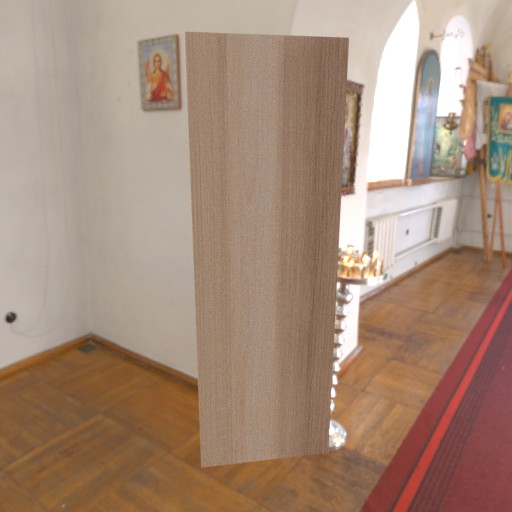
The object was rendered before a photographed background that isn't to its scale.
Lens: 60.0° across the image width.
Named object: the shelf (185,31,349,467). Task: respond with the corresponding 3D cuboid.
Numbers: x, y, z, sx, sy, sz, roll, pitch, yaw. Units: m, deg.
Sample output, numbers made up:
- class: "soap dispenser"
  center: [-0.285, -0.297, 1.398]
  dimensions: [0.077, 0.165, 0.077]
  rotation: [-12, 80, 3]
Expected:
- class: "shelf"
  center: [0.000, 0.000, 1.020]
  dimensions: [0.290, 0.872, 0.290]
  rotation: [-2, 15, -9]
